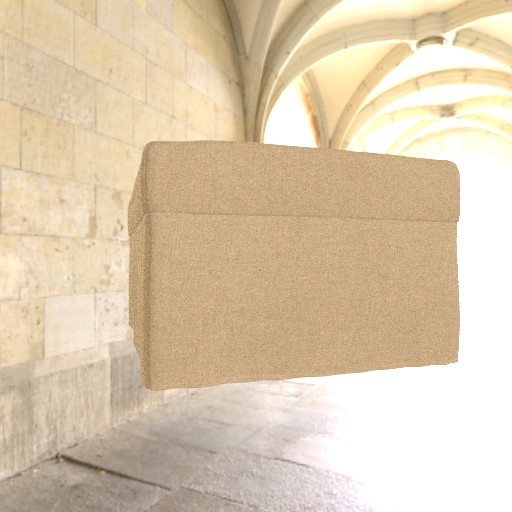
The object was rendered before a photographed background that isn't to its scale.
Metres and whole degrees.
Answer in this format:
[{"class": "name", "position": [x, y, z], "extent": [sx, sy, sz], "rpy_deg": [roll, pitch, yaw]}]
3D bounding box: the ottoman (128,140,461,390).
[{"class": "ottoman", "position": [0.000, 0.000, 1.204], "extent": [0.650, 0.485, 0.833], "rpy_deg": [0, -1, -18]}]
